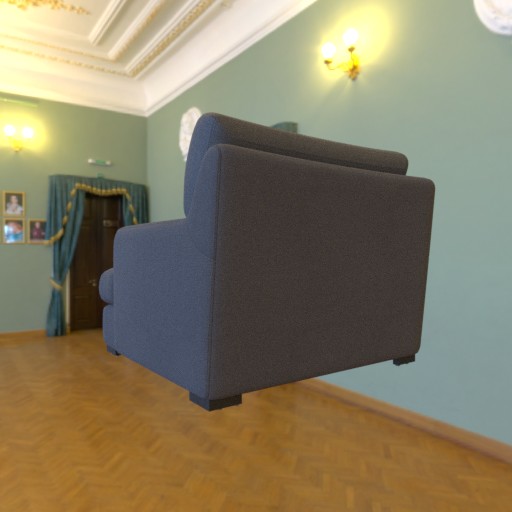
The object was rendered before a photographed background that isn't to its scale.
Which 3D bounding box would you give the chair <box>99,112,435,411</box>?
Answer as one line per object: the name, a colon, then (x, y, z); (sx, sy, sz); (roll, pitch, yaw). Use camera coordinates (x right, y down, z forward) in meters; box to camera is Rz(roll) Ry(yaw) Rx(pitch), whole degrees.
chair: (0.000, 0.000, 2.028); (1.168, 0.940, 1.143); (0, 1, -36)
